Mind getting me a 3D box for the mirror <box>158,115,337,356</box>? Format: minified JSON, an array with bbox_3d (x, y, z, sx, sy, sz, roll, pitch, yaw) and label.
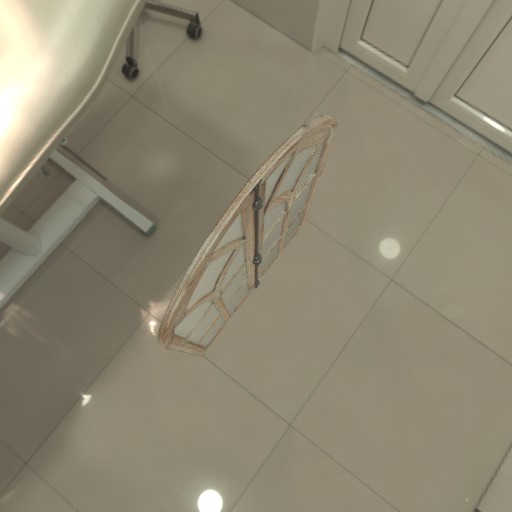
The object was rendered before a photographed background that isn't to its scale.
[{"bbox_3d":[0.000,0.000,1.147,0.032,0.915,0.609,36,79,8],"label":"mirror"}]
